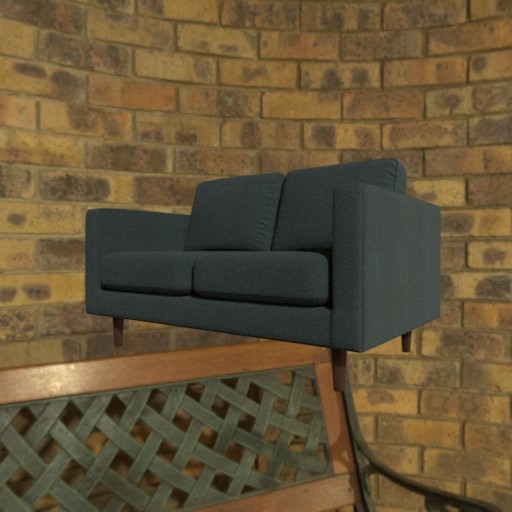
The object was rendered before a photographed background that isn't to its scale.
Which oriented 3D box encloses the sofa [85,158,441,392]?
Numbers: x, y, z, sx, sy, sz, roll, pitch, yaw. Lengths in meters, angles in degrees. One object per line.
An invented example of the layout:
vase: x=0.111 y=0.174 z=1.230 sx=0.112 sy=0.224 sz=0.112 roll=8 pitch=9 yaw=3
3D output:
sofa: x=0.000 y=0.000 z=2.217 sx=1.518 sy=0.930 sz=0.999 roll=0 pitch=1 yaw=36
